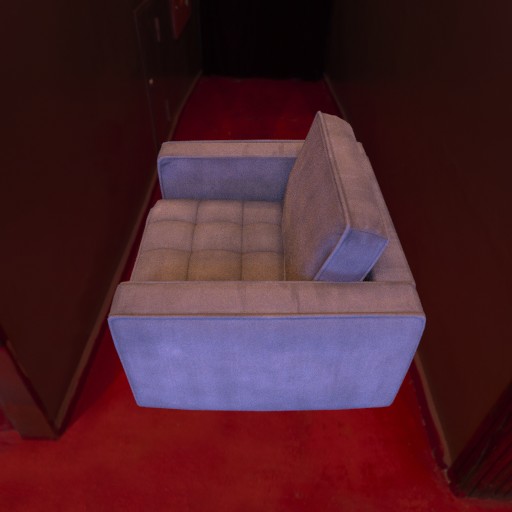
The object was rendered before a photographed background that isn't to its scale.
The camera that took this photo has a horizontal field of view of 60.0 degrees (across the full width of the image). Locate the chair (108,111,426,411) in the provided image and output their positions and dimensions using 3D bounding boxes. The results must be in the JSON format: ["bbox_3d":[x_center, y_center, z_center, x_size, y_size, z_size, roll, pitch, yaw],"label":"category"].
[{"bbox_3d":[0.000,0.000,1.526,0.843,0.773,0.928,0,42,0],"label":"chair"}]
